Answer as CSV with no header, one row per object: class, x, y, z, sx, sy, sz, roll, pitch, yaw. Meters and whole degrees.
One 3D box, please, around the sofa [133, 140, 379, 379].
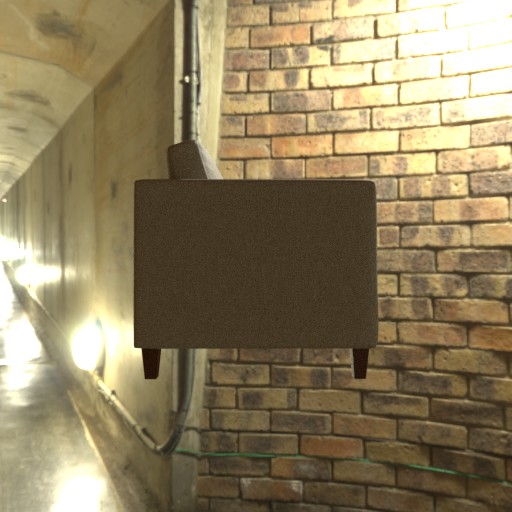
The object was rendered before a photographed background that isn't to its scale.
sofa,0.000,0.000,2.735,0.956,0.963,2.208,0,0,0
